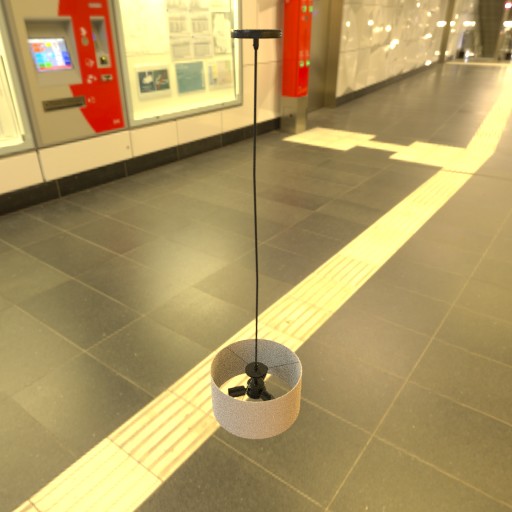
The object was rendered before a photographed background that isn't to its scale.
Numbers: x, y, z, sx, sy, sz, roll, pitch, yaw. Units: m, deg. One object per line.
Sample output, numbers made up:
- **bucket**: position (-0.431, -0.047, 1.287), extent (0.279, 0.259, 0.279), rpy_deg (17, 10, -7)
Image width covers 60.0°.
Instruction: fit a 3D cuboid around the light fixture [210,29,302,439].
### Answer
- **light fixture**: position (0.000, 0.000, 1.665), extent (0.399, 1.516, 0.399), rpy_deg (0, 28, 0)
